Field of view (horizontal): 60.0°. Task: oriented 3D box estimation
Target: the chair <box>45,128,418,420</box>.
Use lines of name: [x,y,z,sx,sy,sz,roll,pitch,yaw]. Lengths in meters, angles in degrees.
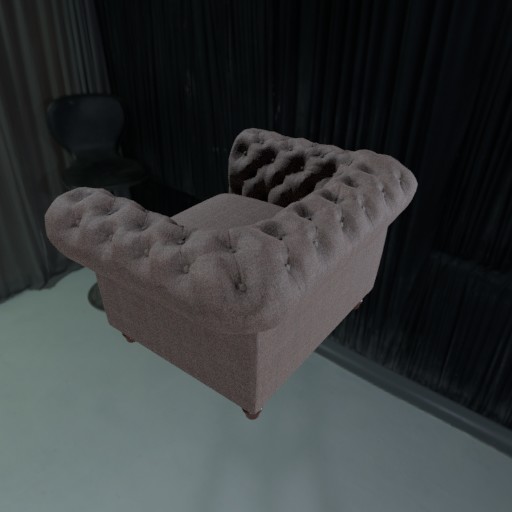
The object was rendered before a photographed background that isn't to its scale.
chair: [0.000,0.000,1.904,0.945,0.780,1.298,21,37,31]
